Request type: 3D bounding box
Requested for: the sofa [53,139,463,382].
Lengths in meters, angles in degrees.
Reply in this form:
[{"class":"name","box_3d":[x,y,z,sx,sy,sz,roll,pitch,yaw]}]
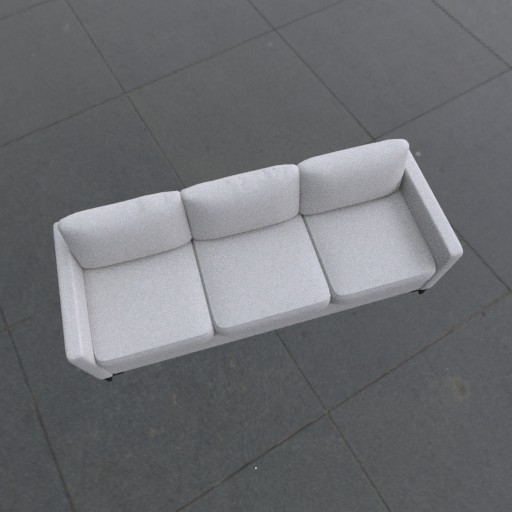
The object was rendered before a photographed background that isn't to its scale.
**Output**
[{"class":"sofa","box_3d":[0.000,0.000,2.720,2.218,0.874,0.859,-14,65,-7]}]
